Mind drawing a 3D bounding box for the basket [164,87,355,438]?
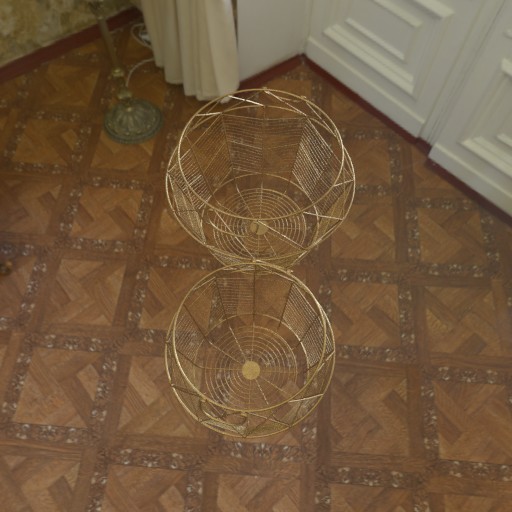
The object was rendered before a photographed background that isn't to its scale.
[{"bbox_3d":[0.000,0.000,1.044,0.451,0.343,0.805,3,64,1],"label":"basket"}]
